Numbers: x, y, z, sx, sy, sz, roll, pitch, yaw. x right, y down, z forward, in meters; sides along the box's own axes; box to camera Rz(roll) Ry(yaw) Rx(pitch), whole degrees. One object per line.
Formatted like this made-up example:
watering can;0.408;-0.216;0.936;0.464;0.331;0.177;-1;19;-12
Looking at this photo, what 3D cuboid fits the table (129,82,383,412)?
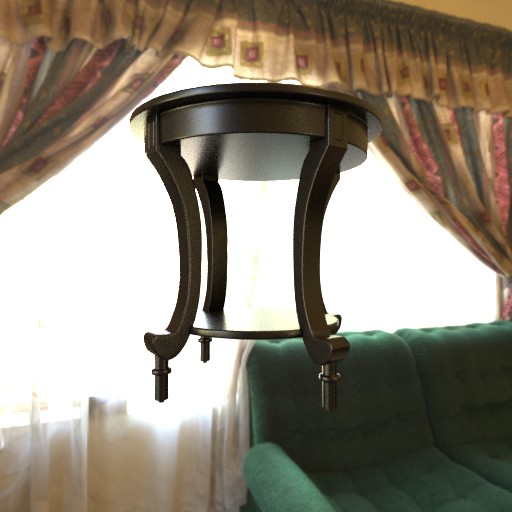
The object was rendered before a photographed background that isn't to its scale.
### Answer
table;0.000;0.000;1.084;0.597;0.618;0.597;0;0;0
